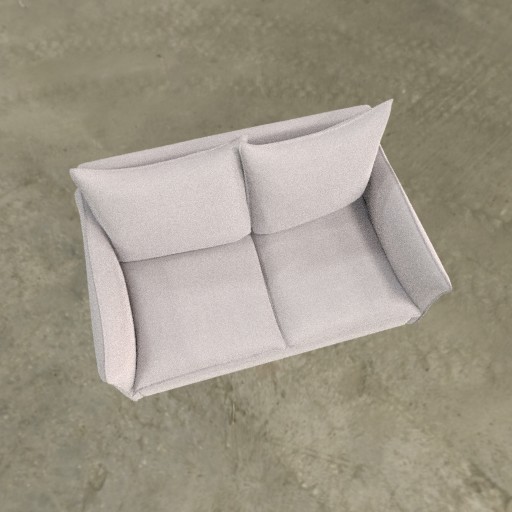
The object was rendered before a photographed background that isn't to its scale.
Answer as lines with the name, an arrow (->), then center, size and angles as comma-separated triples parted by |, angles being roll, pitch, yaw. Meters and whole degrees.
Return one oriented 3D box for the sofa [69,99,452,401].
sofa -> 0.000, 0.000, 1.818 | 1.300, 0.840, 0.820 | -14, 63, -7
